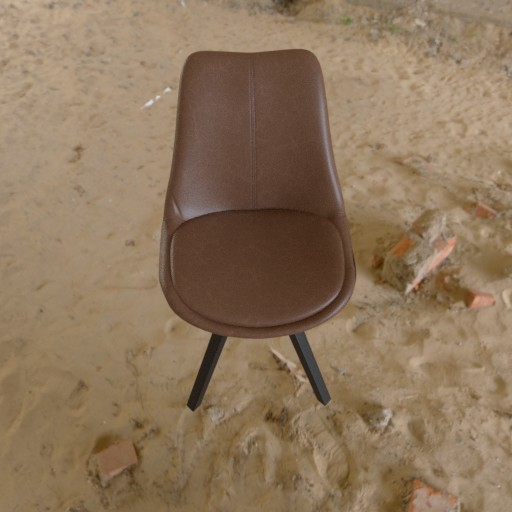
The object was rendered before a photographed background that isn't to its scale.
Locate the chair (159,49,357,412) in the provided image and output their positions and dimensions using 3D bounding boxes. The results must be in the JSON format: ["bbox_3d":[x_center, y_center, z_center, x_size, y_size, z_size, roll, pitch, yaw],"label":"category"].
[{"bbox_3d":[0.000,0.000,1.162,0.475,0.850,0.550,-2,47,-2],"label":"chair"}]
